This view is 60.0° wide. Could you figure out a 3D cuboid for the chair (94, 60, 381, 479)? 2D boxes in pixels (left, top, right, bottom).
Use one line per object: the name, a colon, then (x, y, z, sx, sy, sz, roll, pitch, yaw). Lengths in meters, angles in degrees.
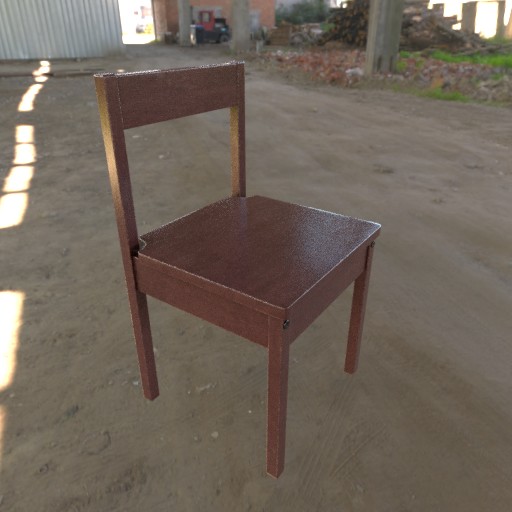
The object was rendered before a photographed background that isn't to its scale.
chair: (0.000, 0.000, 0.866, 0.361, 0.668, 0.367, 18, 33, 31)
